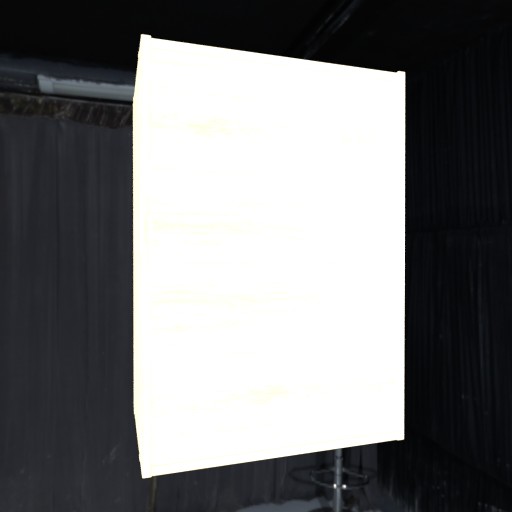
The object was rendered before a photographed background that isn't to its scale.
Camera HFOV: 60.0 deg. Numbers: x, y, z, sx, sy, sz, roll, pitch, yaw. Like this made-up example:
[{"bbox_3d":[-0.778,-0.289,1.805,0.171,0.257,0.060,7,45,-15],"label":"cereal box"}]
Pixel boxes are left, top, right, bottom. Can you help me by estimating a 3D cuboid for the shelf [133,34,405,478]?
[{"bbox_3d":[0.000,0.000,0.790,0.414,0.592,0.290,0,1,-18],"label":"shelf"}]
